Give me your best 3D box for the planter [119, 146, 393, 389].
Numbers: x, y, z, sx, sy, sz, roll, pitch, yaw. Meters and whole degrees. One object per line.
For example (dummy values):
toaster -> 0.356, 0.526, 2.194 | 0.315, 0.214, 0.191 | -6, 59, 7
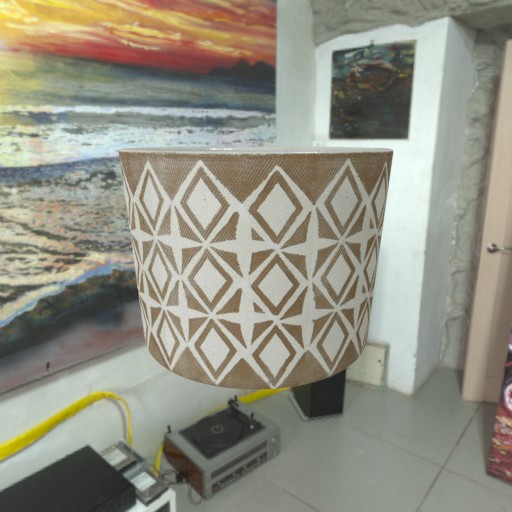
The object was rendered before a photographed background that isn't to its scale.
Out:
planter -> 0.000, 0.000, 0.465 | 0.260, 0.220, 0.260 | 0, 15, 0
